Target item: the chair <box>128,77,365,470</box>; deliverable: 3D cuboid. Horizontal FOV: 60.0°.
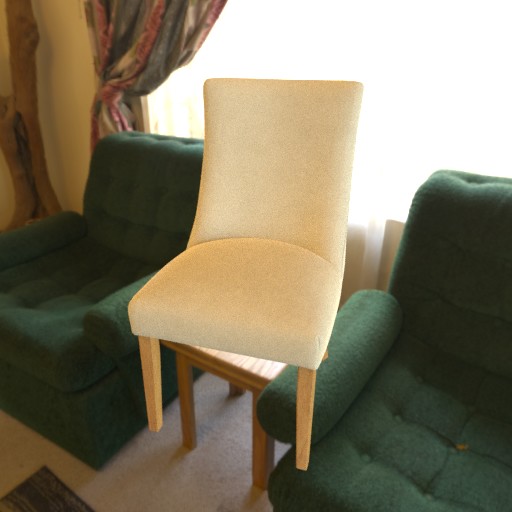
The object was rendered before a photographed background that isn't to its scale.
[{"bbox_3d":[0.000,0.000,1.252,0.495,0.902,0.610,8,26,15],"label":"chair"}]
